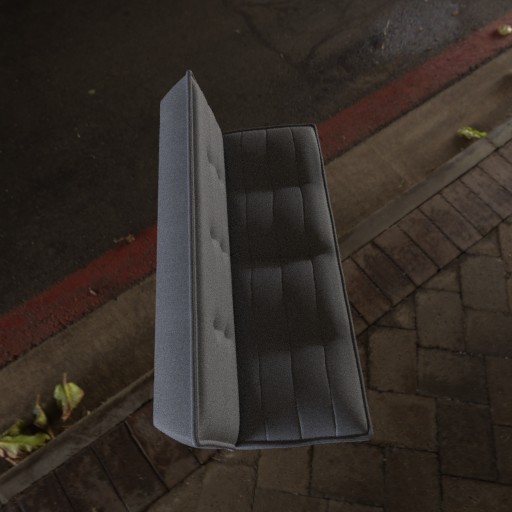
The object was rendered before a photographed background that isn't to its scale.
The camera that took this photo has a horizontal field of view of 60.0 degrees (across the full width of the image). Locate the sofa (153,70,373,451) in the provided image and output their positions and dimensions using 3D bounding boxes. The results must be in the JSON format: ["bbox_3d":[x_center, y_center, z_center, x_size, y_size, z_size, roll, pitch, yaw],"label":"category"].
[{"bbox_3d":[0.000,0.000,2.428,0.950,0.890,1.940,-4,63,-2],"label":"sofa"}]
